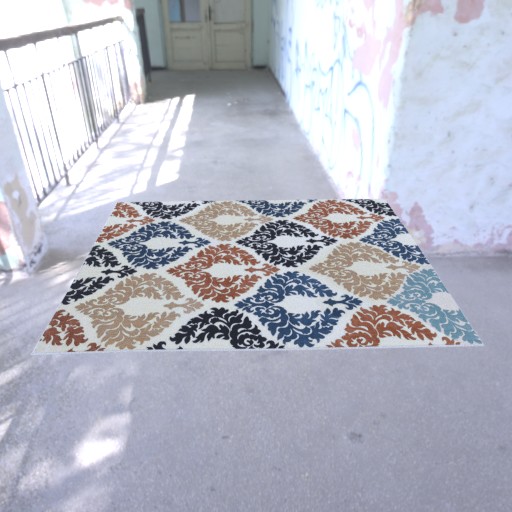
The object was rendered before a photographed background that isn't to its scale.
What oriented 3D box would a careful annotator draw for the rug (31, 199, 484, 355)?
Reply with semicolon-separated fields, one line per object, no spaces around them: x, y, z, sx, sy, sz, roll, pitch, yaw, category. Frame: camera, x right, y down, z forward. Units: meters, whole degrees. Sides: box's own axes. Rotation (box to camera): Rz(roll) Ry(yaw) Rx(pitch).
0.000;0.000;3.984;3.040;0.014;2.423;-1;31;-2;rug
